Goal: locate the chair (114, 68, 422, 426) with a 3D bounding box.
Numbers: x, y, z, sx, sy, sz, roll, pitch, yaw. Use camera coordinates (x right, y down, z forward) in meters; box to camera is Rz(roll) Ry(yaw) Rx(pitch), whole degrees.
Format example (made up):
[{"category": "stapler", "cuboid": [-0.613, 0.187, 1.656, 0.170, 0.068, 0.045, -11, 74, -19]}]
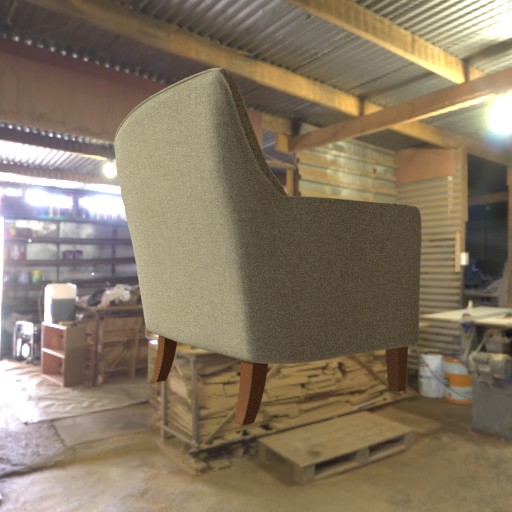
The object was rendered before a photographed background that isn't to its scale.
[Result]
[{"category": "chair", "cuboid": [0.000, 0.000, 1.793, 0.993, 1.047, 0.887, 1, -2, -36]}]
